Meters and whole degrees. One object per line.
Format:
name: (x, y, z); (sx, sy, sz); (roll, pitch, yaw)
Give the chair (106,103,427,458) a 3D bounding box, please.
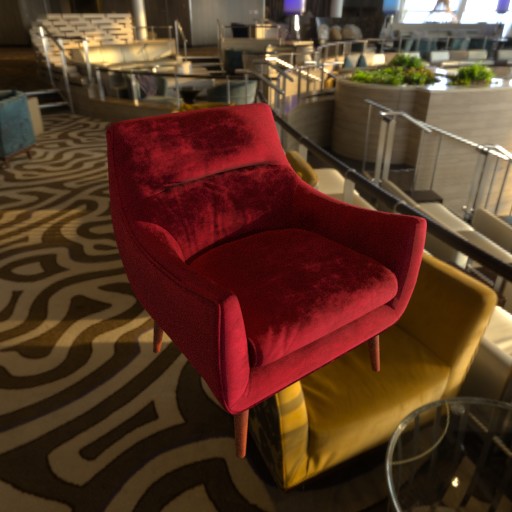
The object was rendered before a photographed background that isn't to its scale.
chair: (0.000, 0.000, 1.469); (0.762, 0.838, 0.787); (-19, 34, -31)
